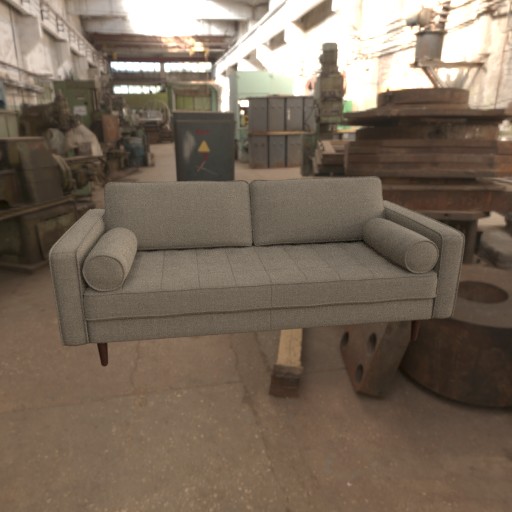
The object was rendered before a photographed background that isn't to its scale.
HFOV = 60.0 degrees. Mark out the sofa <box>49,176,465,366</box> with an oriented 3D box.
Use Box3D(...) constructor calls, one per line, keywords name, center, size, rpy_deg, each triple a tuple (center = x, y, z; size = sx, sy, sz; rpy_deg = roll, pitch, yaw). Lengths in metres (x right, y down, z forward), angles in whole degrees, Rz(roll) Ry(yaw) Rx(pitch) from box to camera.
Box3D(name="sofa", center=(0.000, 0.000, 2.398), size=(1.879, 0.762, 0.914), rpy_deg=(-3, 18, -9))
